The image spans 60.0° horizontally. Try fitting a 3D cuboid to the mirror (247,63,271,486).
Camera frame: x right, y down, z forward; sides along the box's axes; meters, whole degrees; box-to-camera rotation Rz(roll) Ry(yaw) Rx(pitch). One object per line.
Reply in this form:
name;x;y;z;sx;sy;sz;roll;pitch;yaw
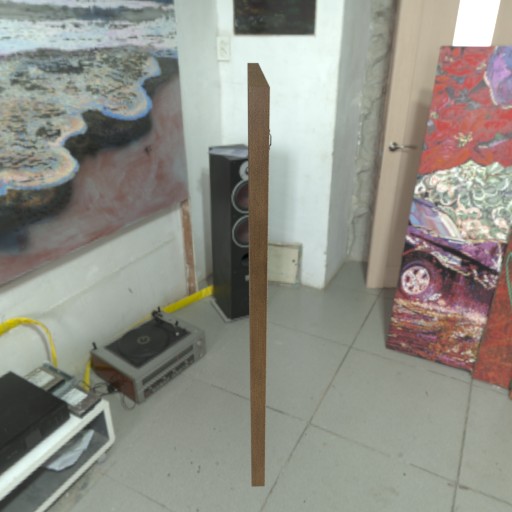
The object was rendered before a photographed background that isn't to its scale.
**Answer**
mirror;0.000;0.000;1.317;0.040;1.016;0.762;-1;26;-1
